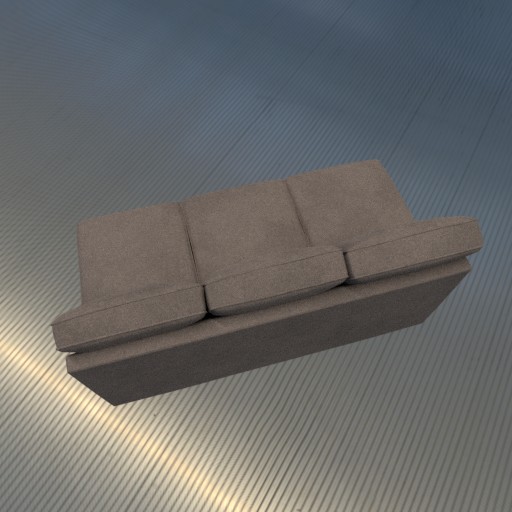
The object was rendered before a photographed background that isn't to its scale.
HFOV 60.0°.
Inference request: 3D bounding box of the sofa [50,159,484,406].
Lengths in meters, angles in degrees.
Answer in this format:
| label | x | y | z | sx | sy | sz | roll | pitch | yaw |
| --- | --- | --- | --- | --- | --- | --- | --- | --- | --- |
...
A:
| label | x | y | z | sx | sy | sz | roll | pitch | yaw |
| --- | --- | --- | --- | --- | --- | --- | --- | --- | --- |
| sofa | 0.000 | 0.000 | 2.500 | 1.962 | 0.973 | 1.027 | -13 | 61 | -8 |
